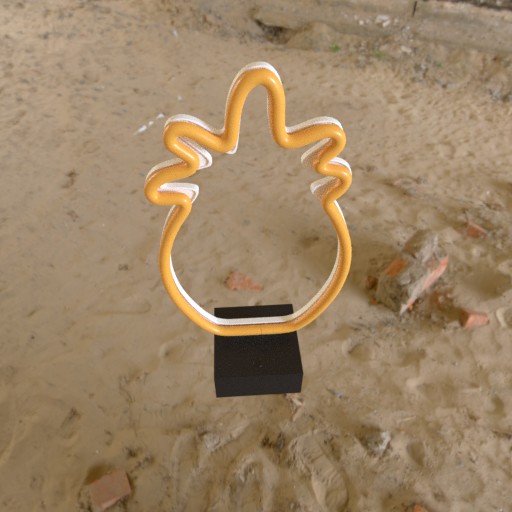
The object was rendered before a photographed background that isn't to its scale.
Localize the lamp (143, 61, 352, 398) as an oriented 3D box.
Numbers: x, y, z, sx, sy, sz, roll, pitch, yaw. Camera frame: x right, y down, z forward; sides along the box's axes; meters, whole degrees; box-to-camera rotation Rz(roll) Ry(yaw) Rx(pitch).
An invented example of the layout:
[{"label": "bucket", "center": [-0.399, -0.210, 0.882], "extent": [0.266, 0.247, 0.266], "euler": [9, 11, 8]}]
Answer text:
[{"label": "lamp", "center": [0.000, 0.000, 0.379], "extent": [0.167, 0.317, 0.088], "euler": [-3, 45, -3]}]
